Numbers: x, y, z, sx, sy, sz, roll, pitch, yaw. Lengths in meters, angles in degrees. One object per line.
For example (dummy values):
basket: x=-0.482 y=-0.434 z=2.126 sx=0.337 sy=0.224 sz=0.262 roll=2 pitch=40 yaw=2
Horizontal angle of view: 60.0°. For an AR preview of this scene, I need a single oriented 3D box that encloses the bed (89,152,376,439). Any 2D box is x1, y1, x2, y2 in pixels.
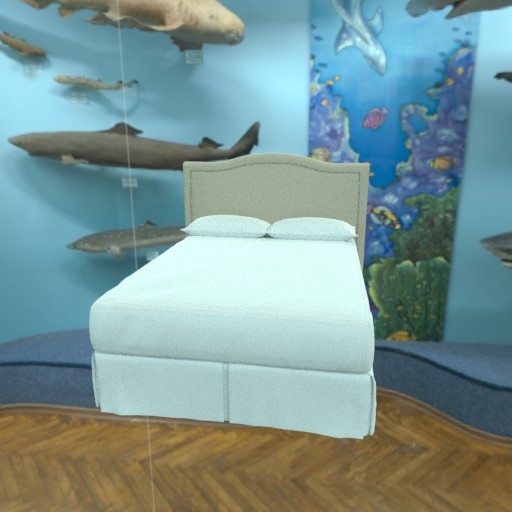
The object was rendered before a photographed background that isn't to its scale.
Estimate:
bed: x=0.000 y=0.000 z=3.354 sx=1.753 sy=1.460 sz=2.143 roll=2 pitch=15 yaw=9
